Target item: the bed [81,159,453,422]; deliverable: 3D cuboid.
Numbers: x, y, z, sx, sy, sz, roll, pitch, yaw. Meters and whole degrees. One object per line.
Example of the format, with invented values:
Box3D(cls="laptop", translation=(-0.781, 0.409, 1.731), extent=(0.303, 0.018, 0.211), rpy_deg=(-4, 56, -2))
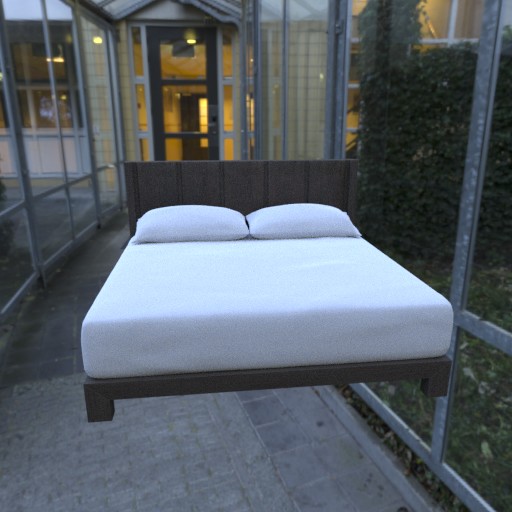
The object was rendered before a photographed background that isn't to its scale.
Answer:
Box3D(cls="bed", translation=(0.000, 0.000, 3.370), extent=(2.134, 1.270, 2.012), rpy_deg=(-2, 17, -6))
